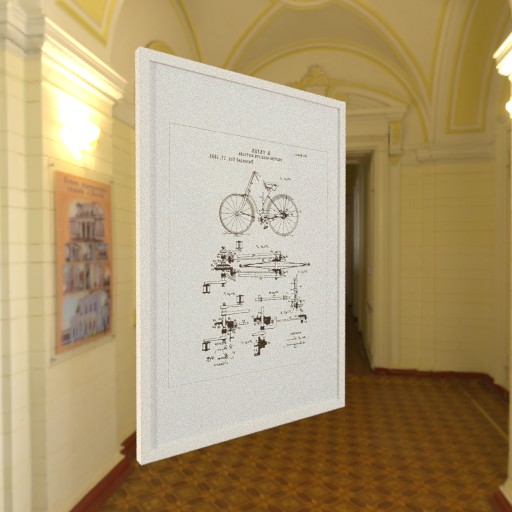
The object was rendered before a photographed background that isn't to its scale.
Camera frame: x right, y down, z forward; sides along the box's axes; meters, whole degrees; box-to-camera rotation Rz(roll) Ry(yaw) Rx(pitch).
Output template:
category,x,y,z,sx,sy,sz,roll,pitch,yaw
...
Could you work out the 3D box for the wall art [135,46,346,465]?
category,x,y,z,sx,sy,sz,roll,pitch,yaw
wall art,0.000,0.000,0.606,0.332,0.477,0.015,-1,1,-35
